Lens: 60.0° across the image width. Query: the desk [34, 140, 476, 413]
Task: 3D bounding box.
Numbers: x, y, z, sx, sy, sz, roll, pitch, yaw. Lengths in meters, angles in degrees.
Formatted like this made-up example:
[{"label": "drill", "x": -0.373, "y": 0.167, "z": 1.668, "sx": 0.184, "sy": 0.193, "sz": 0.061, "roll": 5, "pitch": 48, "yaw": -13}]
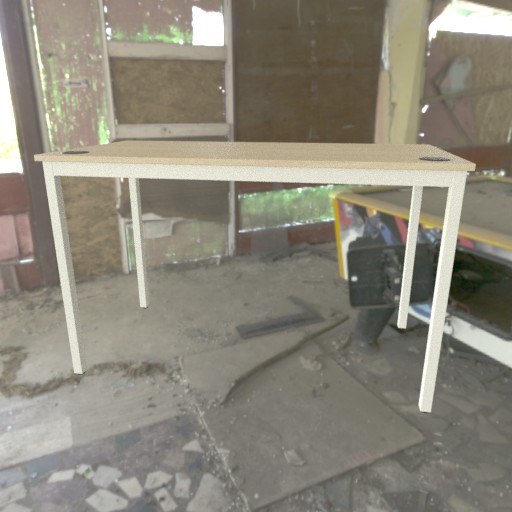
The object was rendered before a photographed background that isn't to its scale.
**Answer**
[{"label": "desk", "x": 0.000, "y": 0.000, "z": 1.581, "sx": 1.200, "sy": 0.750, "sz": 0.600, "roll": 3, "pitch": 19, "yaw": 10}]
